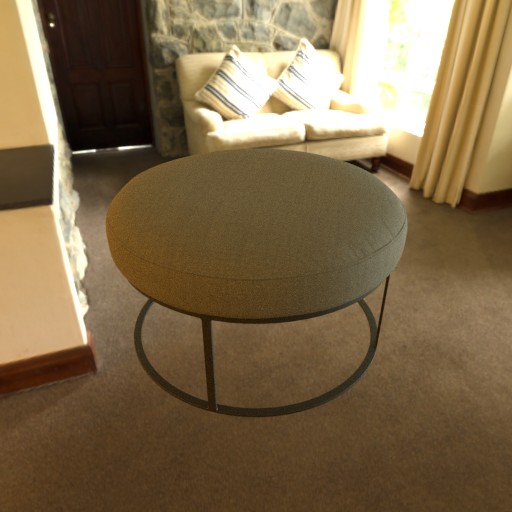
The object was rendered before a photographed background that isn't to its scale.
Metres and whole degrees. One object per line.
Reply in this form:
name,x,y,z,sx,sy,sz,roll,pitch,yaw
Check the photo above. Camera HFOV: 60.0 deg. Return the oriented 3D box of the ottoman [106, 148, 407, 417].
ottoman,0.000,0.000,1.249,0.772,0.460,0.772,0,30,0
